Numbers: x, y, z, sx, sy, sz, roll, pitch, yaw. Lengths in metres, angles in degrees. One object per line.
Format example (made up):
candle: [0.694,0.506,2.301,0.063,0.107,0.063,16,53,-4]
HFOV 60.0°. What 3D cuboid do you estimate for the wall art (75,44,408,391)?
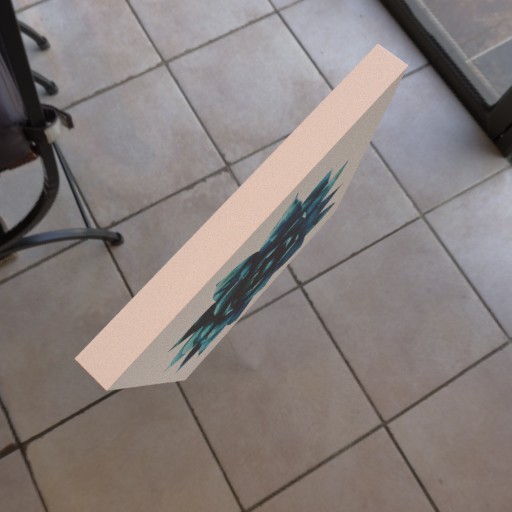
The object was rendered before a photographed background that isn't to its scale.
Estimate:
wall art: [0.000,0.000,0.594,0.038,0.406,0.406,41,79,10]
